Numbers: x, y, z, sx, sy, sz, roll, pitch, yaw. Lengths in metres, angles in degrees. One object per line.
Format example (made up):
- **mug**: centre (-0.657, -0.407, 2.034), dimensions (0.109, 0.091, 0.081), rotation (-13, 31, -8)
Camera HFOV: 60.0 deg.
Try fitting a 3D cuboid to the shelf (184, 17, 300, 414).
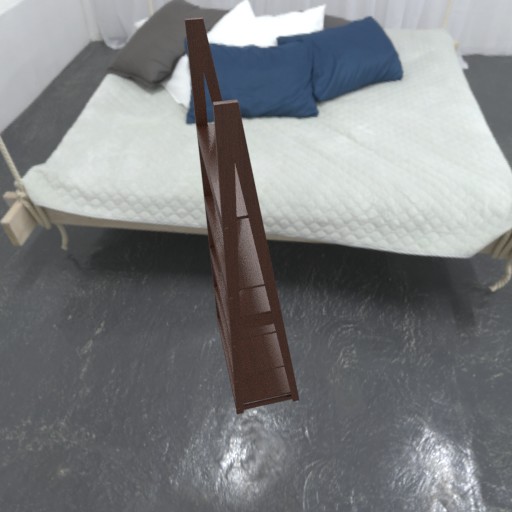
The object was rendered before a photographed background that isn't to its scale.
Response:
- **shelf**: centre (0.000, 0.000, 1.945), dimensions (0.350, 1.770, 0.600), rotation (-10, 48, -9)
